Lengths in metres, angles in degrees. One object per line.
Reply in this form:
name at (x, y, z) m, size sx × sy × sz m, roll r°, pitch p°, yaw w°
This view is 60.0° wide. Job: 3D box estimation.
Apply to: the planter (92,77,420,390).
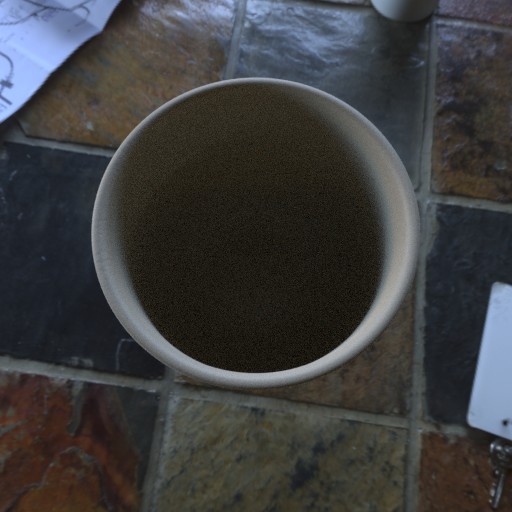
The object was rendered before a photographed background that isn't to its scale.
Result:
planter at (0.000, 0.000, 0.302) m, size 0.170 × 0.152 × 0.170 m, roll 0°, pitch 75°, yaw 0°
